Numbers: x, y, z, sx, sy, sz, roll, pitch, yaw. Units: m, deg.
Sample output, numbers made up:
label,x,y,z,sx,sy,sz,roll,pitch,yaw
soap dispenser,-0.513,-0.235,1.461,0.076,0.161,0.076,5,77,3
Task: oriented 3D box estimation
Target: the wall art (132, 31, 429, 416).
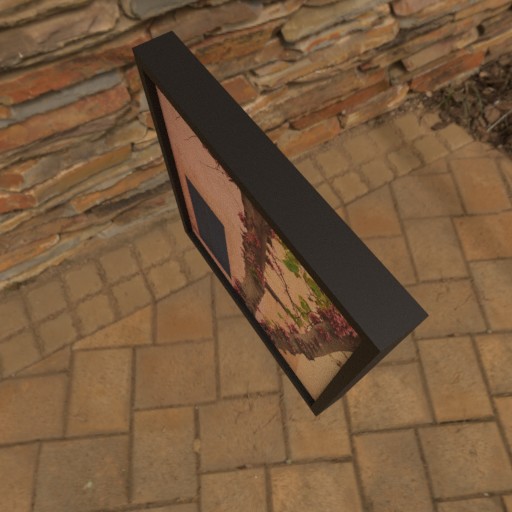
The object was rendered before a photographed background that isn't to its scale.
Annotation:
label,x,y,z,sx,sy,sz,roll,pitch,yaw
wall art,0.000,0.000,0.448,0.038,0.304,0.305,-32,68,-15
